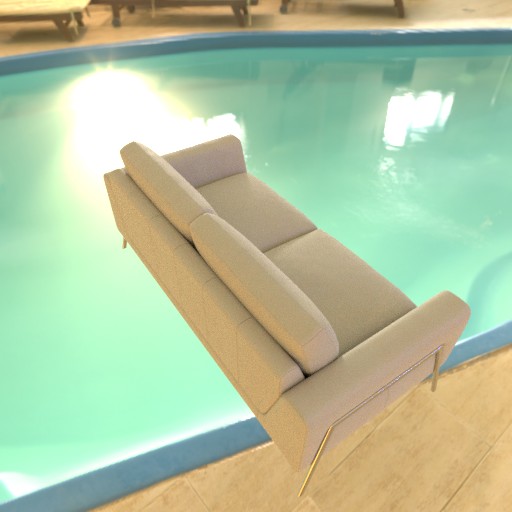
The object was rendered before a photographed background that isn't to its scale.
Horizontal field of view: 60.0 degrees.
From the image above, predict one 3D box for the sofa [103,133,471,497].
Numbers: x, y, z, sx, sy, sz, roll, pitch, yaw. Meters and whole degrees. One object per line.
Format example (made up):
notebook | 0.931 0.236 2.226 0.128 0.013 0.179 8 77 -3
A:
sofa | 0.000 0.000 2.461 0.953 0.875 2.017 -25 48 -25
